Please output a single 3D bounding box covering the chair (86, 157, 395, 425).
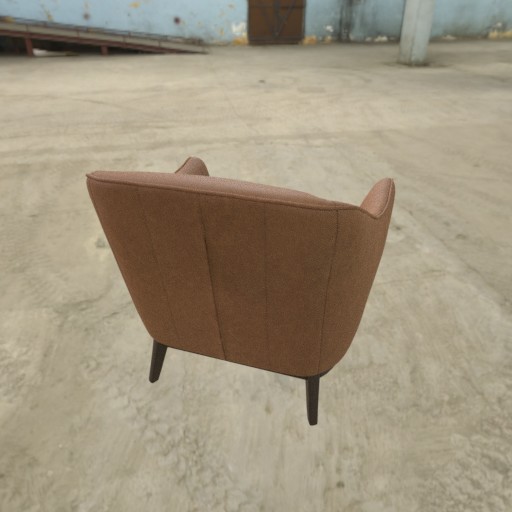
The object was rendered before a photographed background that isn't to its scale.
[{"bbox_3d":[0.000,0.000,1.574,0.871,0.830,0.852,9,32,16],"label":"chair"}]
